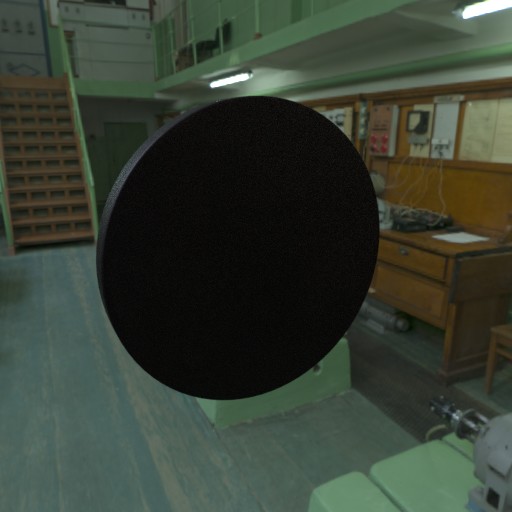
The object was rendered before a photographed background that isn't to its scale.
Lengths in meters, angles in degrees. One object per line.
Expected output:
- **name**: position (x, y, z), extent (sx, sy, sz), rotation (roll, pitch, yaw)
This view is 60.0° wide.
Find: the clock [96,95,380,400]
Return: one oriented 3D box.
- **clock**: position (0.000, 0.000, 0.462), extent (0.314, 0.314, 0.029), rotation (-8, 18, -27)
